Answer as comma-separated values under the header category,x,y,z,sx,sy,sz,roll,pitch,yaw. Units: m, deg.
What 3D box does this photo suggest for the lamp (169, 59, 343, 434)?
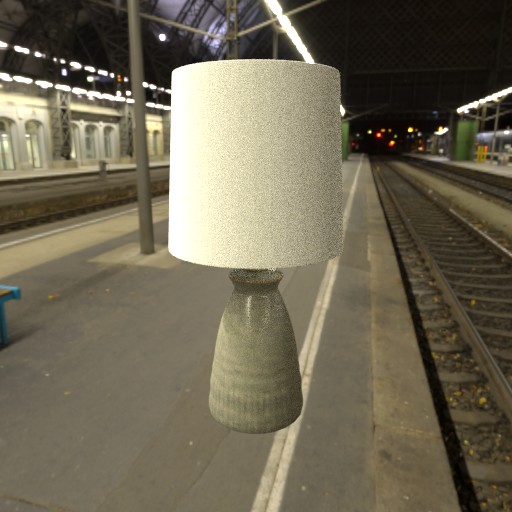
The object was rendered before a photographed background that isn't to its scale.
category,x,y,z,sx,sy,sz,roll,pitch,yaw
lamp,0.000,0.000,0.484,0.186,0.369,0.186,0,14,0
